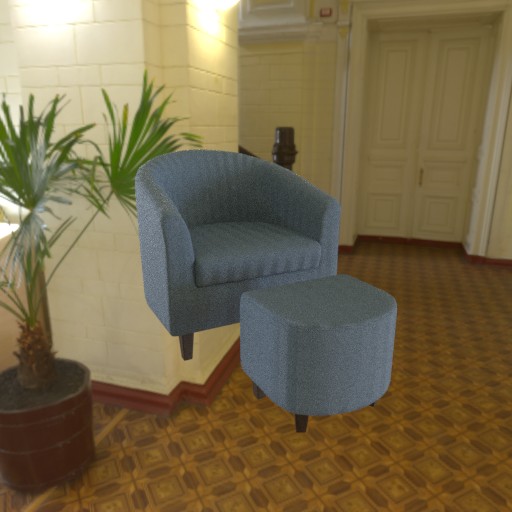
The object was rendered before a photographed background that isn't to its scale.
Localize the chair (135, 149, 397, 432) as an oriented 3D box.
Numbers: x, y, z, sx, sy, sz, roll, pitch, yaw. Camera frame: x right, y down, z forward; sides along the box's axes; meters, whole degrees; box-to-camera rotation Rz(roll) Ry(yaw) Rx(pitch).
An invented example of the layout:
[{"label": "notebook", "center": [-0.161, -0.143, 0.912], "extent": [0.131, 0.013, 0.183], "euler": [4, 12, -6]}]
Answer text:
[{"label": "chair", "center": [0.000, 0.000, 1.726], "extent": [0.756, 0.757, 1.288], "euler": [-8, 18, -27]}]
